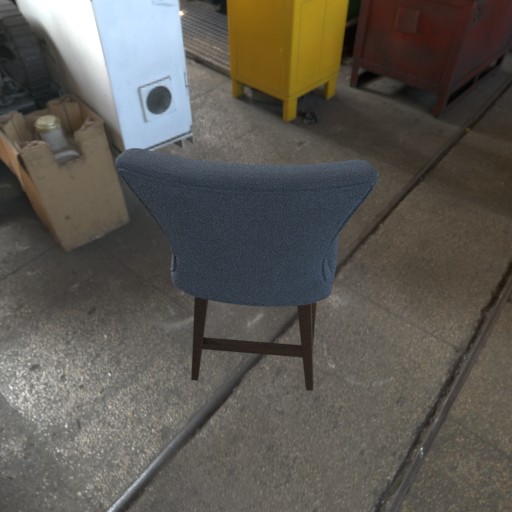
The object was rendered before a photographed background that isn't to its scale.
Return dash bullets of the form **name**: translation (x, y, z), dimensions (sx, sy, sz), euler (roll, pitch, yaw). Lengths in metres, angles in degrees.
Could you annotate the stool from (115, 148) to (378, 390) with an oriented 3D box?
- **stool**: translation (0.000, 0.000, 1.358), dimensions (0.514, 1.000, 0.574), euler (4, 46, 4)
